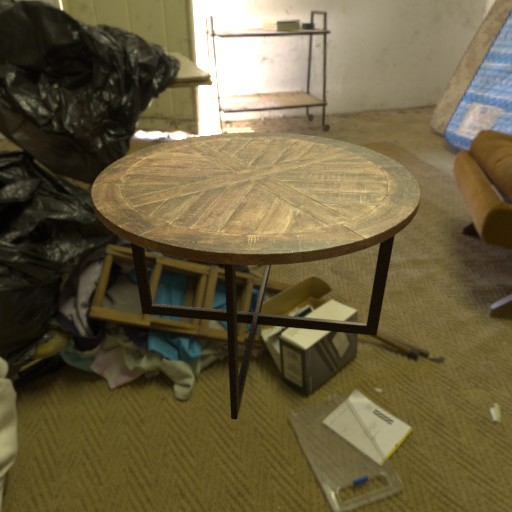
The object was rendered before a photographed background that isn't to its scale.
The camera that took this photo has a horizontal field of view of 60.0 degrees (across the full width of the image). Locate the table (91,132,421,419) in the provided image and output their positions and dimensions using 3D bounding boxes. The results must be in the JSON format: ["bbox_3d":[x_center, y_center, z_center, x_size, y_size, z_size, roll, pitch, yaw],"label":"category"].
[{"bbox_3d":[0.000,0.000,1.975,1.264,0.762,1.264,0,31,0],"label":"table"}]
